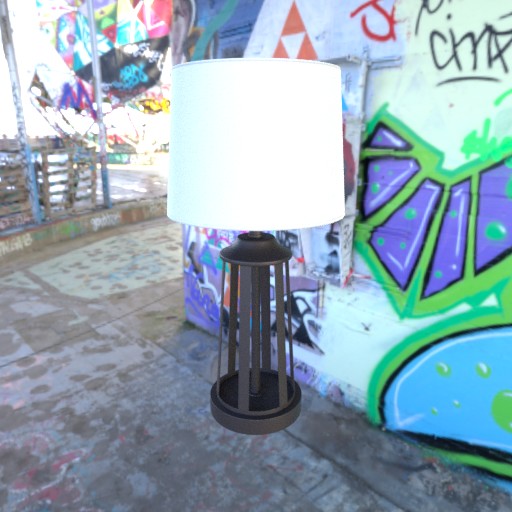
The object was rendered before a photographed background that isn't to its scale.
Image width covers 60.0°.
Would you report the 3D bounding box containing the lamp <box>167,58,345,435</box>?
[{"bbox_3d":[0.000,0.000,0.655,0.251,0.509,0.251,0,16,0],"label":"lamp"}]
